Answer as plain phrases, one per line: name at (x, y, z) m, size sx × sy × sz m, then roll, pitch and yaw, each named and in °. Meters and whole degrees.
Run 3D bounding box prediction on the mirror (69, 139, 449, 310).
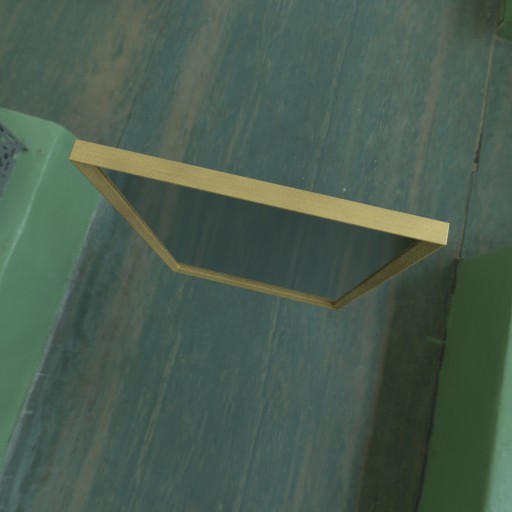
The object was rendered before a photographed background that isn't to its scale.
mirror at (0.000, 0.000, 1.144) m, size 0.609 × 0.915 × 0.041 m, roll 13°, pitch 77°, yaw 3°
